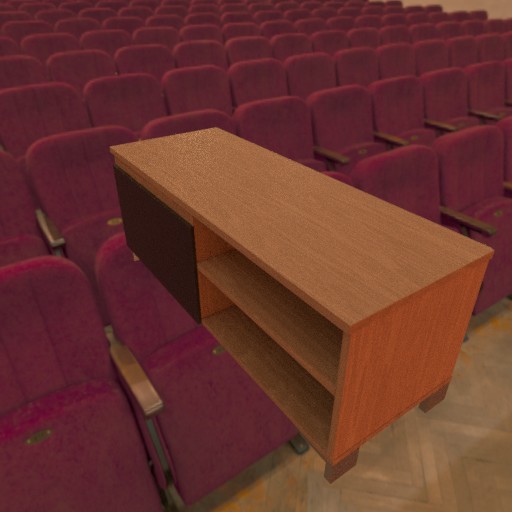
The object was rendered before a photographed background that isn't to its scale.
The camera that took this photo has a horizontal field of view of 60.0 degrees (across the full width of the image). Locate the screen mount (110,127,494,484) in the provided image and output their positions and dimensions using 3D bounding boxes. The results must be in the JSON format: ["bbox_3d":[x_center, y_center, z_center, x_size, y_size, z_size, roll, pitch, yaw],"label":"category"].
[{"bbox_3d":[0.000,0.000,1.272,0.406,0.432,1.084,-20,37,-29],"label":"screen mount"}]
